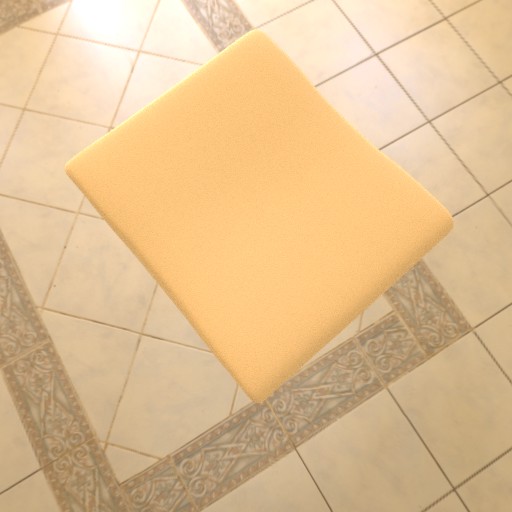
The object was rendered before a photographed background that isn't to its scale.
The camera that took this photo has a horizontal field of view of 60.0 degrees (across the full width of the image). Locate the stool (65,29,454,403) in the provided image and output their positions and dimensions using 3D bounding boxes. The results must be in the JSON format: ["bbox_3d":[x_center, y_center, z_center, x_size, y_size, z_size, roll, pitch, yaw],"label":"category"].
[{"bbox_3d":[0.000,0.000,1.023,0.401,0.762,0.471,-40,79,-10],"label":"stool"}]
